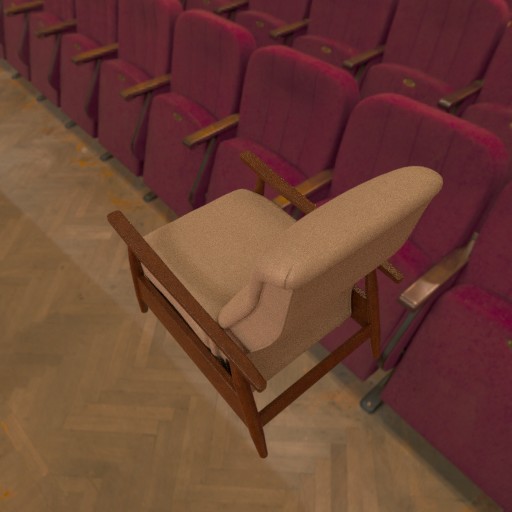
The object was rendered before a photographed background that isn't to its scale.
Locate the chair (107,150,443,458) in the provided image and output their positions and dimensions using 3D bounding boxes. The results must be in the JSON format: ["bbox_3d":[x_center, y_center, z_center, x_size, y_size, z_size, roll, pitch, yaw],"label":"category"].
[{"bbox_3d":[0.000,0.000,1.788,0.762,1.082,1.030,-31,54,-26],"label":"chair"}]
